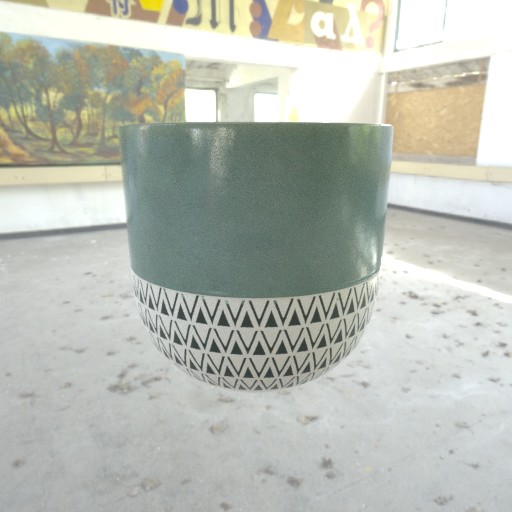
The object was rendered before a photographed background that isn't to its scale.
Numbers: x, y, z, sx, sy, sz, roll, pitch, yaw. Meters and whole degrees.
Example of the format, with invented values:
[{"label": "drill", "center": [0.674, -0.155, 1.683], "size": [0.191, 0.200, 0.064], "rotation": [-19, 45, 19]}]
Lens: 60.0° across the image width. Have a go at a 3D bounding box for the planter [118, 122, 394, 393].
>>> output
[{"label": "planter", "center": [0.000, 0.000, 0.480], "size": [0.266, 0.270, 0.266], "rotation": [0, 15, 0]}]
